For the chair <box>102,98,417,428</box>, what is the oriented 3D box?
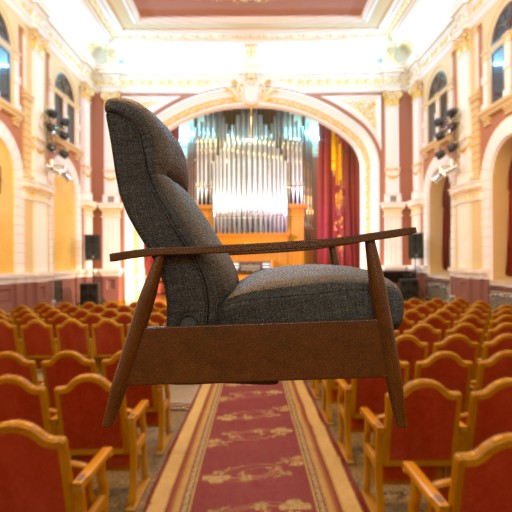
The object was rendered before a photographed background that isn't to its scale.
[{"bbox_3d":[0.000,0.000,1.761,1.014,1.082,0.762,0,0,0],"label":"chair"}]
